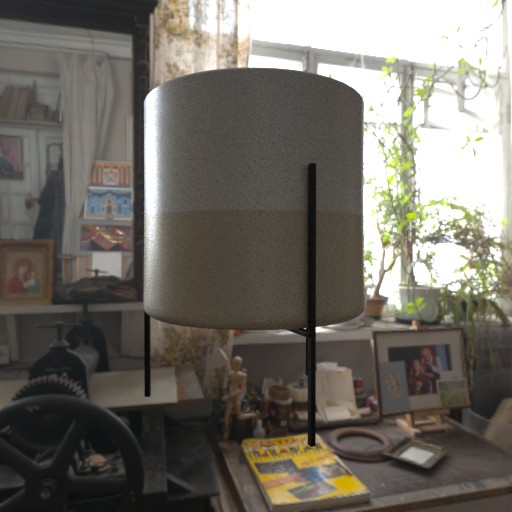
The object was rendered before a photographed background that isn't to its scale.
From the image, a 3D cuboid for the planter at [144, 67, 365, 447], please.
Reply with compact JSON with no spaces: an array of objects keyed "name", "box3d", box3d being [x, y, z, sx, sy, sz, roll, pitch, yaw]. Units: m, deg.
[{"name":"planter","box3d":[0.000,0.000,0.743,0.359,0.484,0.368,1,1,36]}]
